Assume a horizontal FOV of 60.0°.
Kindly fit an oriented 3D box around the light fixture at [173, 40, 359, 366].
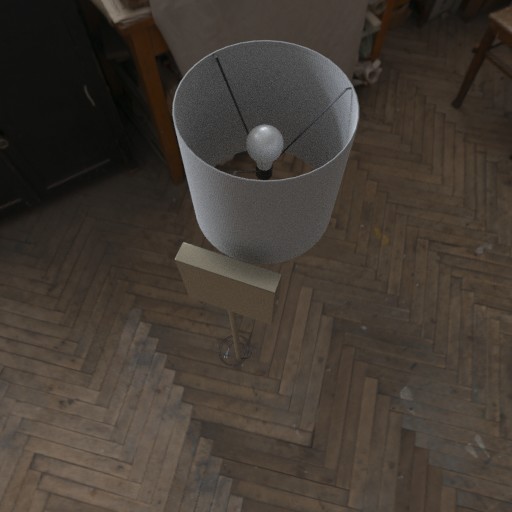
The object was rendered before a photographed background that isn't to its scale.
[{"bbox_3d":[0.000,0.000,0.700,0.188,0.589,0.248,18,66,8],"label":"light fixture"}]
